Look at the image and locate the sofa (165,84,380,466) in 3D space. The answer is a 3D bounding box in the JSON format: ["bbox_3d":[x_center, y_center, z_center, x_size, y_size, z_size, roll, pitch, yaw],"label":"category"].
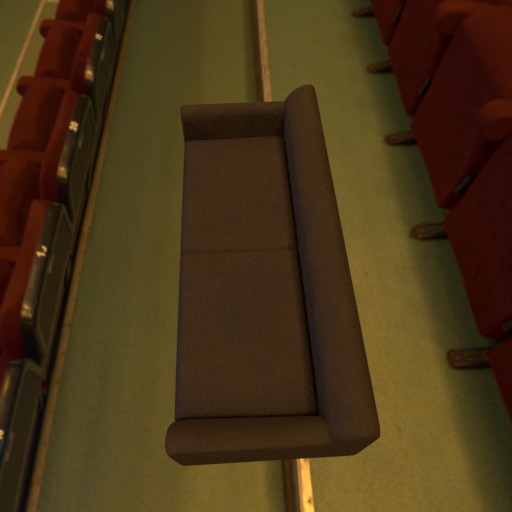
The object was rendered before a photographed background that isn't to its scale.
[{"bbox_3d":[0.000,0.000,2.626,0.900,0.740,2.190,-3,59,-2],"label":"sofa"}]
